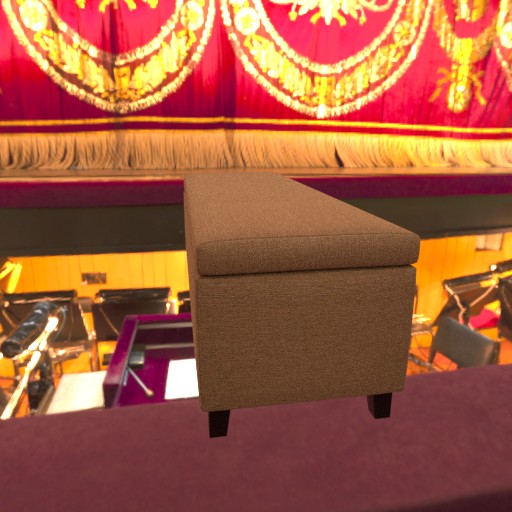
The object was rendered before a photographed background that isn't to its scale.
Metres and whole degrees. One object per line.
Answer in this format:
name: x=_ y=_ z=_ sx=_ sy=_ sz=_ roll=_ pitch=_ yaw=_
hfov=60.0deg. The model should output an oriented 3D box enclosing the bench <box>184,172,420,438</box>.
bench: x=0.000 y=0.000 z=1.463 sx=0.446 sy=0.438 sz=1.269 roll=-3 pitch=16 yaw=-9
